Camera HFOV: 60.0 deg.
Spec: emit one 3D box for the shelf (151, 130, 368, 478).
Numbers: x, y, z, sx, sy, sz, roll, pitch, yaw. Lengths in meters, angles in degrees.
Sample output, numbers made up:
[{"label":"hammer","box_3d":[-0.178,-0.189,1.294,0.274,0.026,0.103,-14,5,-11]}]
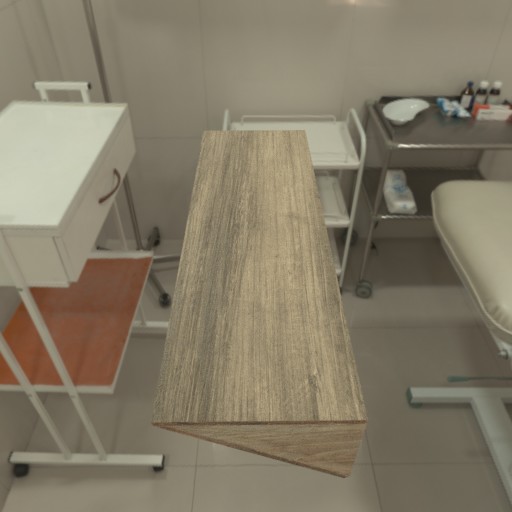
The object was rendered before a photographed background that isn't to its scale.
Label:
[{"label":"shelf","box_3d":[0.000,0.000,0.679,0.200,0.125,0.610,0,41,0]}]
